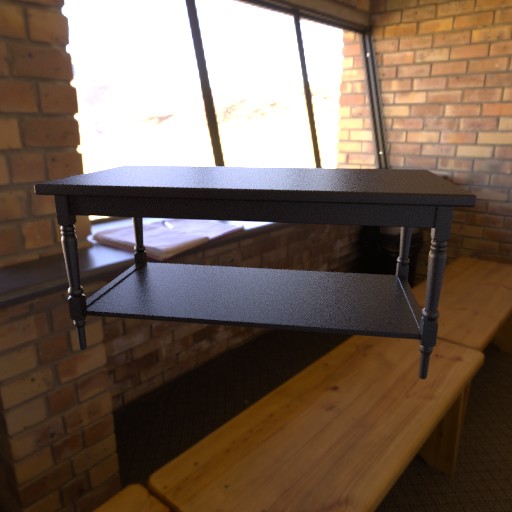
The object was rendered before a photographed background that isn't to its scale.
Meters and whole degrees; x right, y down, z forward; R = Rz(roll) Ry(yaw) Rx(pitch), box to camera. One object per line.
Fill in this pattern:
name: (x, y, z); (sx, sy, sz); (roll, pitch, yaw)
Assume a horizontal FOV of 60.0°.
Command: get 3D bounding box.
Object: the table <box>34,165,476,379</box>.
table: (0.000, 0.000, 1.426); (1.107, 0.510, 0.550); (3, 17, 9)
